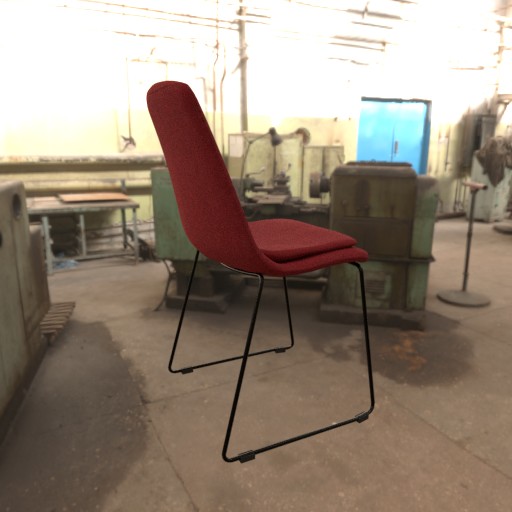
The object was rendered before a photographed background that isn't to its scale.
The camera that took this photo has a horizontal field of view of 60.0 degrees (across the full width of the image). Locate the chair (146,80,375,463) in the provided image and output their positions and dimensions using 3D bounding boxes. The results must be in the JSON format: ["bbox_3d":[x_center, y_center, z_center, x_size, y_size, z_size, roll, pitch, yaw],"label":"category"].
[{"bbox_3d":[0.000,0.000,1.206,0.518,0.858,0.479,-7,15,-25],"label":"chair"}]
